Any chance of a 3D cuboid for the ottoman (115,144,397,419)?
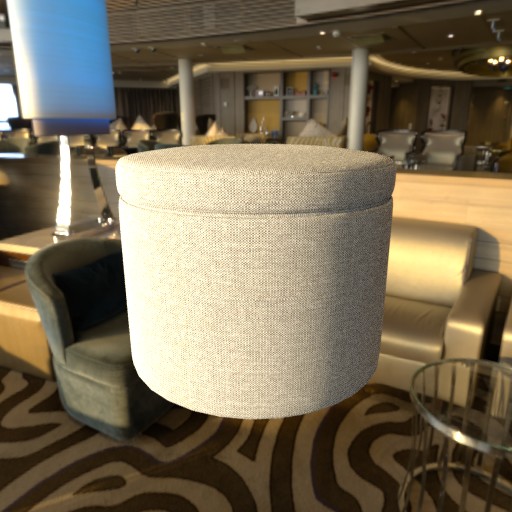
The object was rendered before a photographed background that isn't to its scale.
[{"bbox_3d":[0.000,0.000,0.873,0.500,0.419,0.500,0,17,0],"label":"ottoman"}]
